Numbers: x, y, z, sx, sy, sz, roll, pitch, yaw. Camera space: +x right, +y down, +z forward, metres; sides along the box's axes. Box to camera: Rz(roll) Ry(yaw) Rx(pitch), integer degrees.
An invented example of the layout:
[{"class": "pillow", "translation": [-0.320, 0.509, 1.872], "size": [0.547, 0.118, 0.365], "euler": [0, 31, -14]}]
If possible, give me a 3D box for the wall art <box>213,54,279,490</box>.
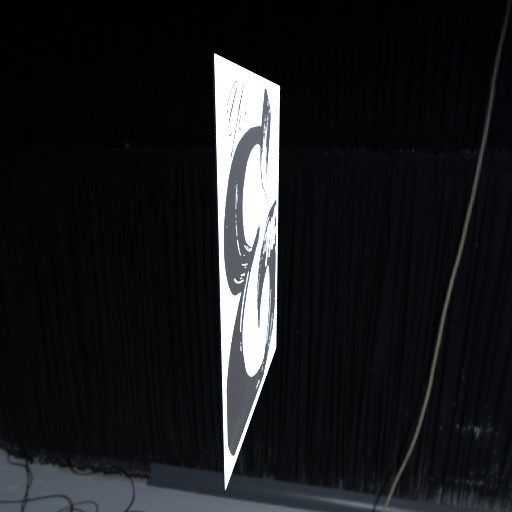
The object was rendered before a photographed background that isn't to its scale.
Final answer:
[{"class": "wall art", "translation": [0.000, 0.000, 0.802], "size": [0.003, 0.609, 0.457], "euler": [3, 17, 12]}]
